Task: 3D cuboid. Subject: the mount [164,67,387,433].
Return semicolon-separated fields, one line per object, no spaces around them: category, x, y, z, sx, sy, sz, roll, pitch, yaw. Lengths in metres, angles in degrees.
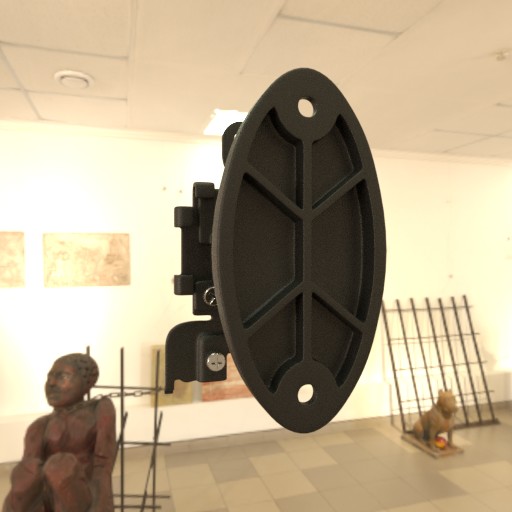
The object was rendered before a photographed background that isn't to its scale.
mount;0.000;0.000;0.174;0.066;0.118;0.100;0;0;-17
